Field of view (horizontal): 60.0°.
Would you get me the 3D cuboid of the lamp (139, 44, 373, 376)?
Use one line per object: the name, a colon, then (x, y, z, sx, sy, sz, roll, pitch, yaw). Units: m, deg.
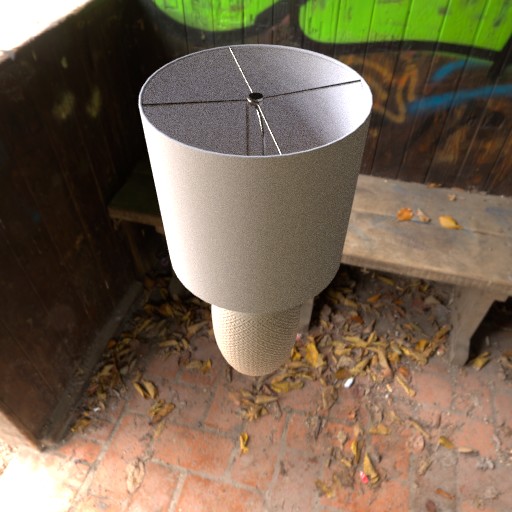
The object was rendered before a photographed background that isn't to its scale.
lamp: (0.000, 0.000, 0.580, 0.217, 0.453, 0.217, -10, 48, -9)
